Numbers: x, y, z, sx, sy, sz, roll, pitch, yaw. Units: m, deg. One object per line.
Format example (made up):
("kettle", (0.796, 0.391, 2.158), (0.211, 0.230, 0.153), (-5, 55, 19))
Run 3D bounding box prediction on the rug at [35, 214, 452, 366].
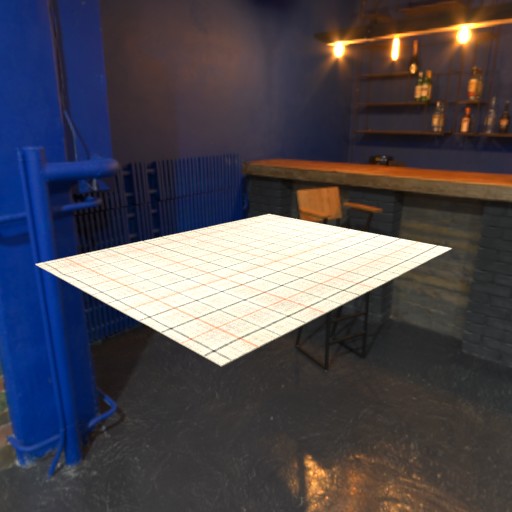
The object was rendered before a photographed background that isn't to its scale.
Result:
("rug", (0.000, 0.000, 4.127), (2.444, 0.012, 3.048), (16, 23, 42))
